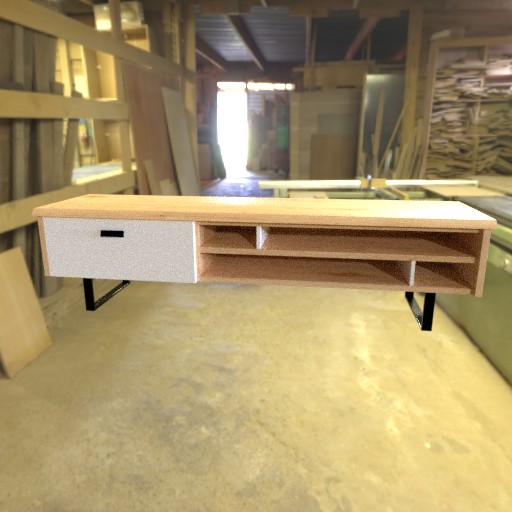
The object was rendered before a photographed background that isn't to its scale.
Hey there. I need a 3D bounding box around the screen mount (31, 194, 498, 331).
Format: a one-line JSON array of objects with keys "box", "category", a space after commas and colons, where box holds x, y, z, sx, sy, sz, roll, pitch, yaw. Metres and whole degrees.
[{"box": [0.000, 0.000, 1.865, 1.700, 0.430, 0.450, 2, 16, 8], "category": "screen mount"}]
